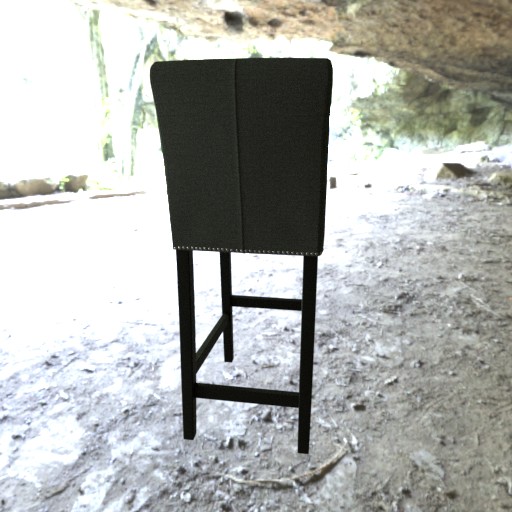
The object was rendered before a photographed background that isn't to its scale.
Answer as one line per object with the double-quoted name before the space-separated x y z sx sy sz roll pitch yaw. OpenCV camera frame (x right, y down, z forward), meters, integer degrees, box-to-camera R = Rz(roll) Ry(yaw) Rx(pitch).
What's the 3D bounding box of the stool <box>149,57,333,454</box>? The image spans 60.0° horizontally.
"stool" 0.000 0.000 1.345 0.411 1.047 0.548 3 17 9
